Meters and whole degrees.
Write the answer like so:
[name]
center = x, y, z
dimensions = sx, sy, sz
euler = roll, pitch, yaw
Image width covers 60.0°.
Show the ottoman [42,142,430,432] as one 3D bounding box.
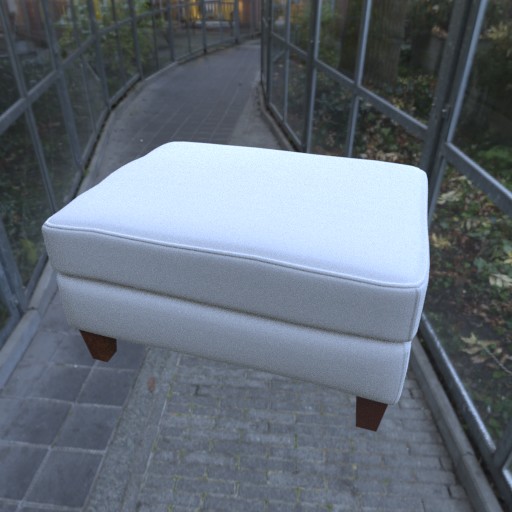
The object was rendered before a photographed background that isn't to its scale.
[ottoman]
center = 0.000, 0.000, 1.192
dimensions = 0.818, 0.479, 0.634
euler = 10, 33, 15
